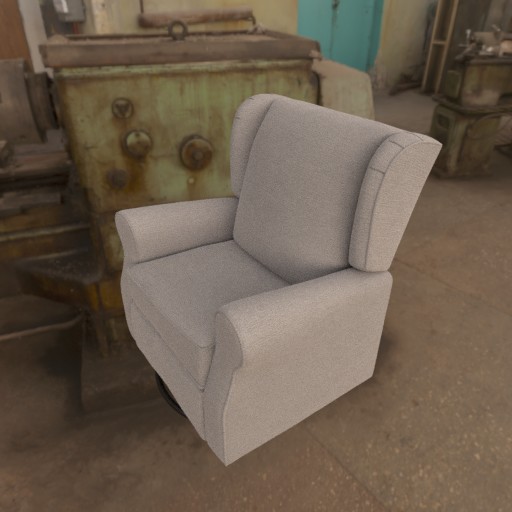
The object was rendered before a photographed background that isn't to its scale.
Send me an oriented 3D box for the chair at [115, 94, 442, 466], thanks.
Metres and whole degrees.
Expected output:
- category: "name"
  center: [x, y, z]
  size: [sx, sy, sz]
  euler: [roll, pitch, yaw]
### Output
- category: "chair"
  center: [0.000, 0.000, 1.632]
  size: [0.854, 0.966, 0.906]
  euler: [-20, 37, -30]
